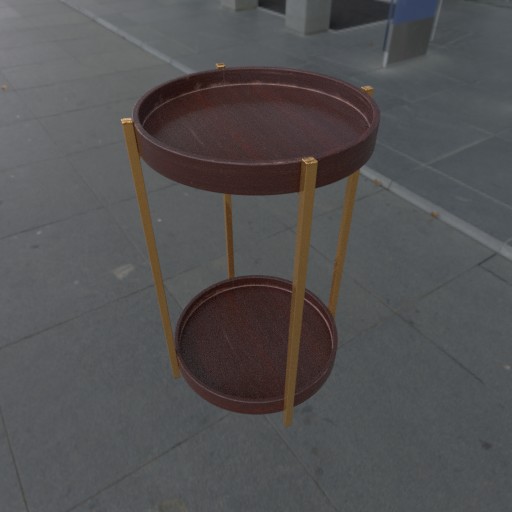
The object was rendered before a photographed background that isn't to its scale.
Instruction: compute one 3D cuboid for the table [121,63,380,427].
[{"bbox_3d":[0.000,0.000,0.868,0.400,0.610,0.400,-13,42,-15],"label":"table"}]
